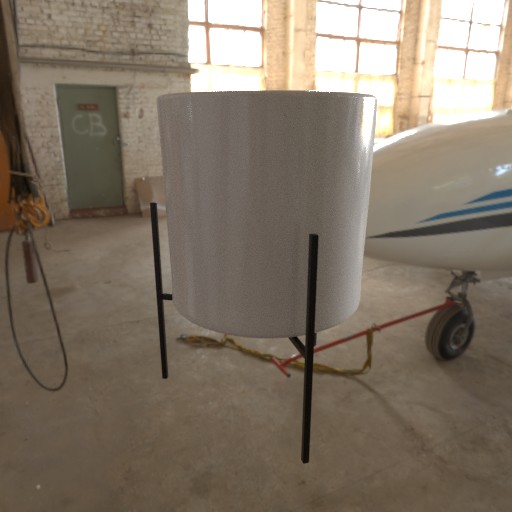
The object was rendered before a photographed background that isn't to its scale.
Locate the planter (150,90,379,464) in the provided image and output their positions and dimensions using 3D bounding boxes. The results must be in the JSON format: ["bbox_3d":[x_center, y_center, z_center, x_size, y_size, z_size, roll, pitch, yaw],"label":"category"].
[{"bbox_3d":[0.000,0.000,0.636,0.308,0.431,0.307,3,17,9],"label":"planter"}]
